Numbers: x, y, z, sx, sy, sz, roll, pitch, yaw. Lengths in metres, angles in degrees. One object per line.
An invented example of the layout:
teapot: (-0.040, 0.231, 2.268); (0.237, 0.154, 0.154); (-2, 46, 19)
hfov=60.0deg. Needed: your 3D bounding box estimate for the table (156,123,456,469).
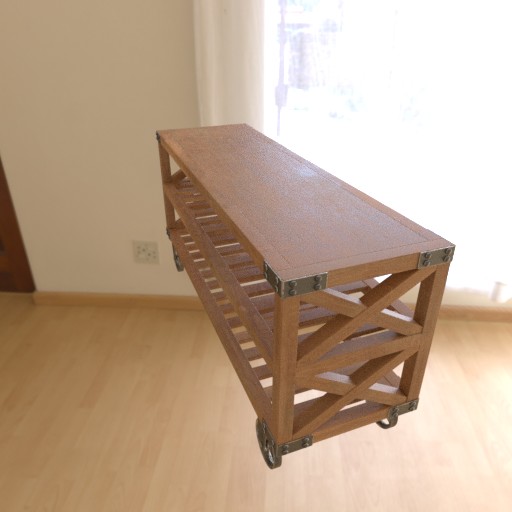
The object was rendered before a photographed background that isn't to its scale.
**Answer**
table: (0.000, 0.000, 1.756); (0.467, 0.711, 1.487); (-10, 30, -19)
